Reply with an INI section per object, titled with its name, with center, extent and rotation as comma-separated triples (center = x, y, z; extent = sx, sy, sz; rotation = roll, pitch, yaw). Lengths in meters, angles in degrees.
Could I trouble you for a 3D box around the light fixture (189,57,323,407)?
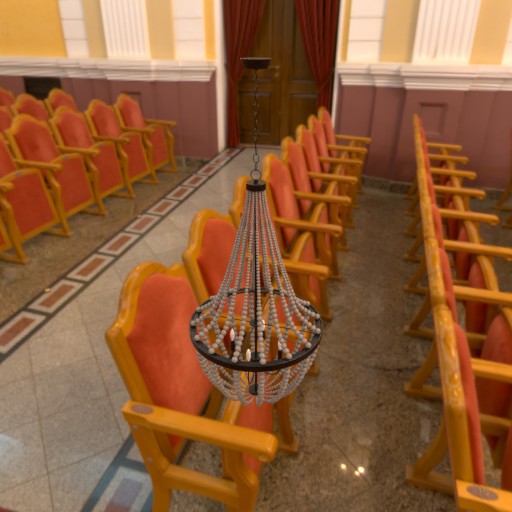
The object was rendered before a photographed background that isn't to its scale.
[light fixture]
center = 0.000, 0.000, 1.389
extent = 0.450, 1.133, 0.450
rotation = 0, 27, 0
